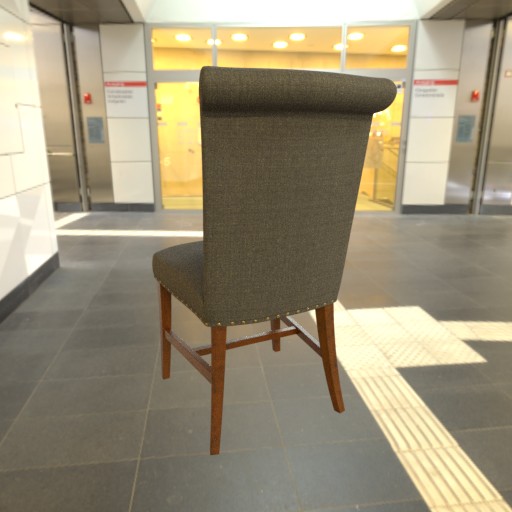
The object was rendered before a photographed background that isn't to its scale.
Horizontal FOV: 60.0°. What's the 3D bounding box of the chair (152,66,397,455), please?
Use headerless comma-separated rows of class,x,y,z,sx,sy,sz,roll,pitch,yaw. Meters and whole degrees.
chair,0.000,0.000,1.347,0.513,0.988,0.608,-8,17,-26
